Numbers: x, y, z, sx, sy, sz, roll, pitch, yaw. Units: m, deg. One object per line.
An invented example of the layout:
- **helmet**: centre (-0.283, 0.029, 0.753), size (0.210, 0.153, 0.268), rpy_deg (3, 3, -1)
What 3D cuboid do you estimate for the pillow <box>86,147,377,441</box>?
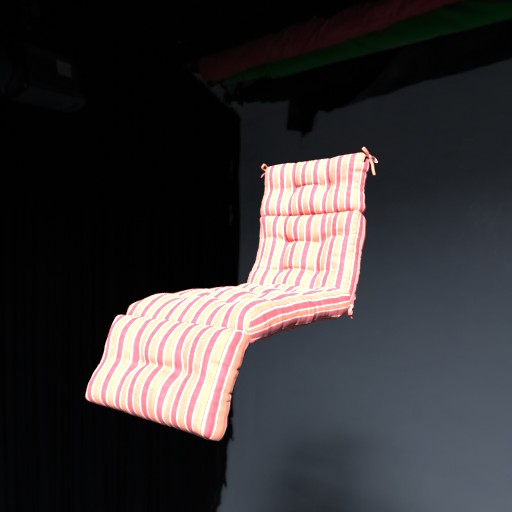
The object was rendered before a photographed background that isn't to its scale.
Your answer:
- **pillow**: centre (0.000, 0.000, 1.528), size (0.526, 0.863, 1.016), rpy_deg (0, 0, 36)
